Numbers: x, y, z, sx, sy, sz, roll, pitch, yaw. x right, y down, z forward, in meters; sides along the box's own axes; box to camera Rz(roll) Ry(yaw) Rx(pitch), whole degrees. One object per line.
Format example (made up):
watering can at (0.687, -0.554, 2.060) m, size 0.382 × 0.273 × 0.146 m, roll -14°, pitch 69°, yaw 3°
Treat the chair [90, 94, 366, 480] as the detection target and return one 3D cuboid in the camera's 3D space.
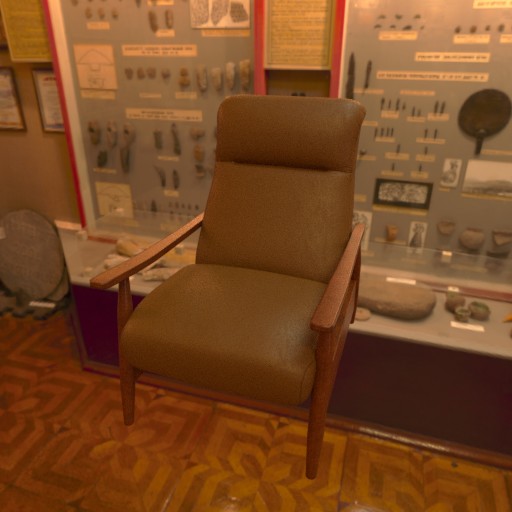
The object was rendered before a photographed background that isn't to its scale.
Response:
chair at (0.000, 0.000, 1.729) m, size 0.762 × 1.082 × 1.014 m, roll 9°, pitch 28°, yaw 17°
